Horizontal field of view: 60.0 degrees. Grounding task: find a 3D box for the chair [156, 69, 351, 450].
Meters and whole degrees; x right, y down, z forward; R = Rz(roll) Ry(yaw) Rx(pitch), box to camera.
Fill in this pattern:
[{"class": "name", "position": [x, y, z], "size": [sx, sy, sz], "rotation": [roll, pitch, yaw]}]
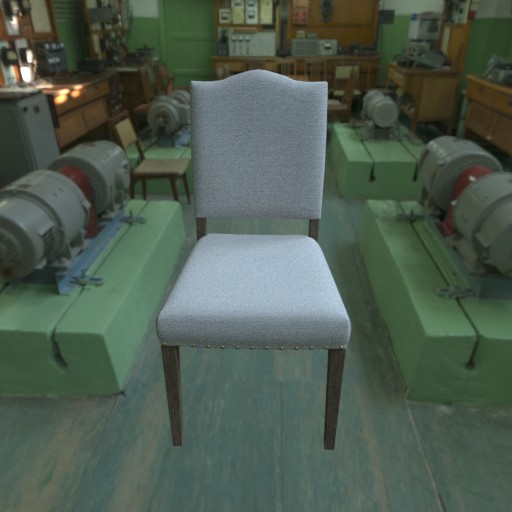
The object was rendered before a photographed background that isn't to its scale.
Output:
[{"class": "chair", "position": [0.000, 0.000, 1.380], "size": [0.508, 1.020, 0.620], "rotation": [1, 29, 1]}]
